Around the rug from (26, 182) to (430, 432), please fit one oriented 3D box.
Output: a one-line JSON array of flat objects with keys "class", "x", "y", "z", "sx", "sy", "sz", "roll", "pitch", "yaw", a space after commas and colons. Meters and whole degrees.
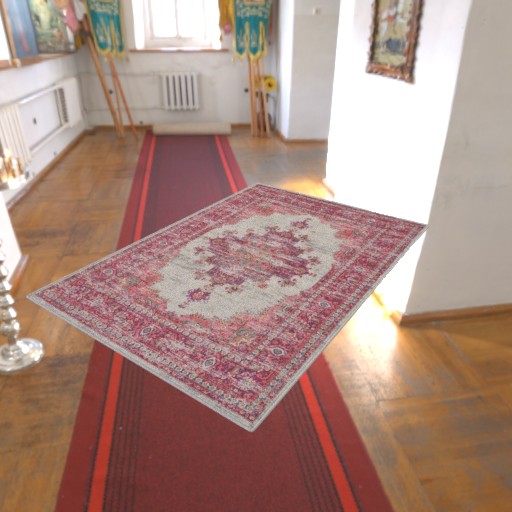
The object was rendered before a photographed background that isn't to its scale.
[{"class": "rug", "x": 0.000, "y": 0.000, "z": 2.857, "sx": 1.555, "sy": 0.011, "sz": 2.232, "roll": 19, "pitch": 35, "yaw": 30}]
